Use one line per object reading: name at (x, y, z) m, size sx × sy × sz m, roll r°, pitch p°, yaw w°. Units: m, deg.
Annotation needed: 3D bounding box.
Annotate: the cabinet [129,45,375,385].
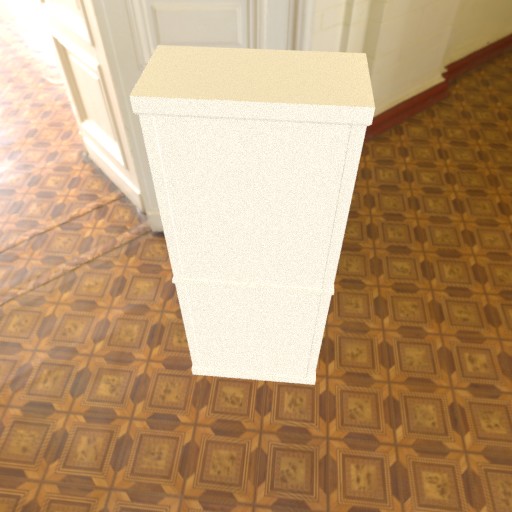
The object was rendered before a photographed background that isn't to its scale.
cabinet at (0.000, 0.000, 2.159) m, size 0.754 × 1.829 × 0.390 m, roll 4°, pitch 48°, yaw 4°
